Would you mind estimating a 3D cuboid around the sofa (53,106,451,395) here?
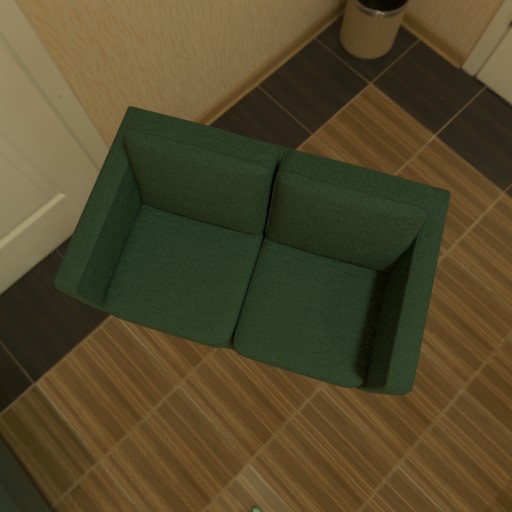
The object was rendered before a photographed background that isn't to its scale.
[{"bbox_3d":[0.000,0.000,1.998,1.430,0.899,0.879,16,75,5],"label":"sofa"}]
